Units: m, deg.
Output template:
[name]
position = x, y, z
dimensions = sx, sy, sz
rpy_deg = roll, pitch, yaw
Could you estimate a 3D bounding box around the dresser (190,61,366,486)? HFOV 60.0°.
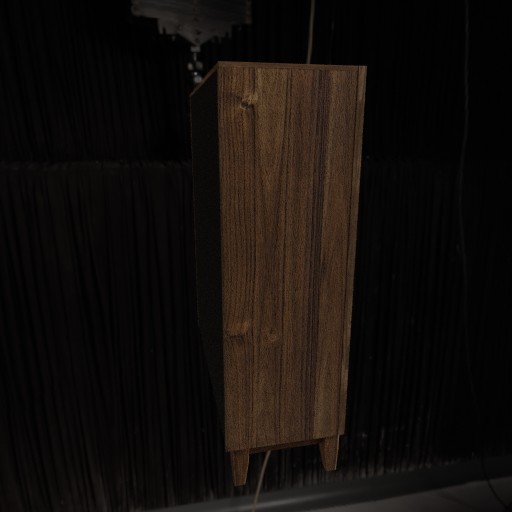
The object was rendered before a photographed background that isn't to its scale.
[dresser]
position = 0.000, 0.000, 1.917
dimensions = 0.442, 1.393, 1.062
rpy_deg = -3, 16, -12
